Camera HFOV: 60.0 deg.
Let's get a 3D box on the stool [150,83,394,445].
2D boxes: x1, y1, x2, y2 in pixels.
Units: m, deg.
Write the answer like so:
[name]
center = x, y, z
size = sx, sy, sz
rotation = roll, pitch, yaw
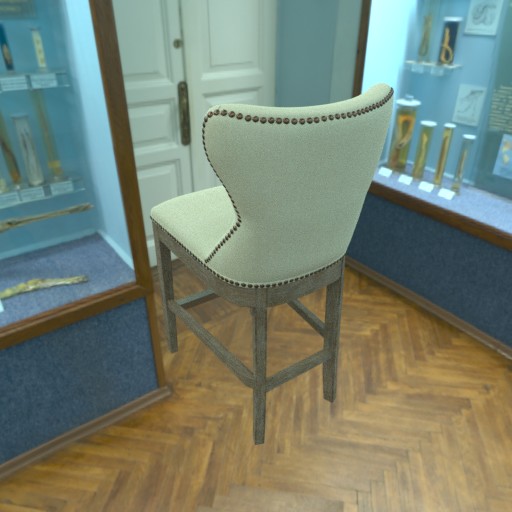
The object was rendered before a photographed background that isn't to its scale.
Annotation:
[stool]
center = 0.000, 0.000, 1.309
size = 0.498, 0.981, 0.608
rotation = -19, 35, -29
